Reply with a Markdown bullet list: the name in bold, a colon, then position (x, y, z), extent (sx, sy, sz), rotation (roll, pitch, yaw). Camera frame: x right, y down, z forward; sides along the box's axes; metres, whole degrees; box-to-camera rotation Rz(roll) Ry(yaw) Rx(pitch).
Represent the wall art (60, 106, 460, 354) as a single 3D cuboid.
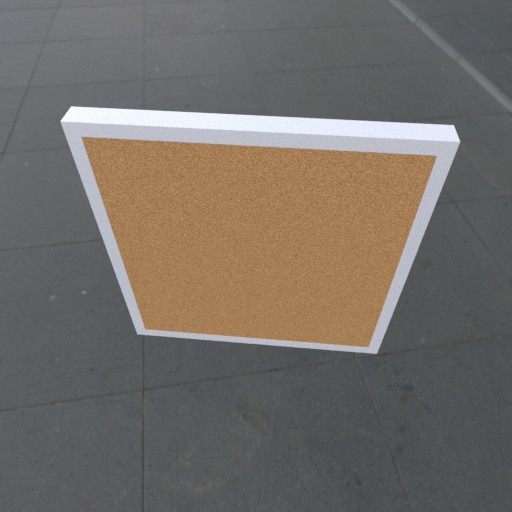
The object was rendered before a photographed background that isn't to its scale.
- **wall art**: position (0.000, 0.000, 0.760), extent (0.507, 0.508, 0.038), rotation (4, 48, 4)
